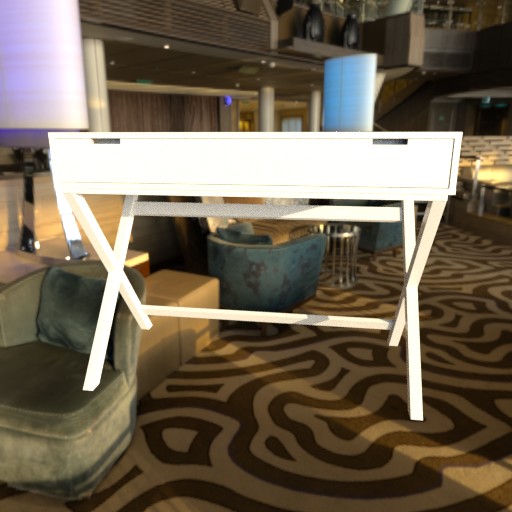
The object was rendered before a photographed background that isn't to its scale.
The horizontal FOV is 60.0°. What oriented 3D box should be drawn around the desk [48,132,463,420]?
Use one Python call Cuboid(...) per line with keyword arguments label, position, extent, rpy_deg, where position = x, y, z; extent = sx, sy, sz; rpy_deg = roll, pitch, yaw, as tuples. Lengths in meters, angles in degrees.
Cuboid(label="desk", position=(0.000, 0.000, 1.458), extent=(1.059, 0.780, 0.509), rpy_deg=(2, 15, 9))
